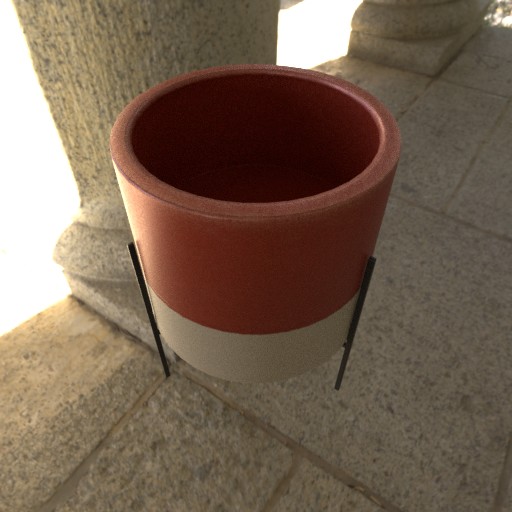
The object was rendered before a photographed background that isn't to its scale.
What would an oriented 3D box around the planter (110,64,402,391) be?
[{"bbox_3d":[0.000,0.000,0.698,0.345,0.465,0.354,3,46,3],"label":"planter"}]
